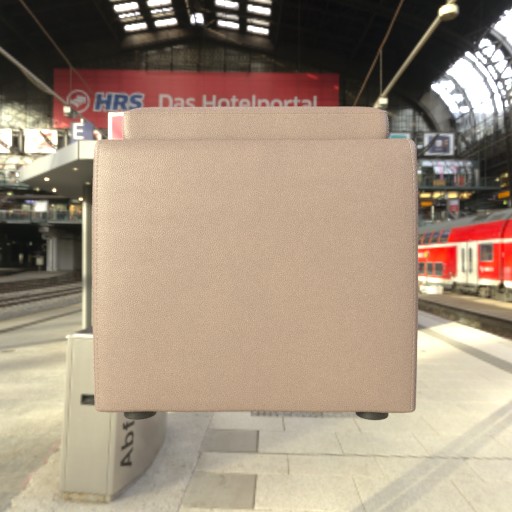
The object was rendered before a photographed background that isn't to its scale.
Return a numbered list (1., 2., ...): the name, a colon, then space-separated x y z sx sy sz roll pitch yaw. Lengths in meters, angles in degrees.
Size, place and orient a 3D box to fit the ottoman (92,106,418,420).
1. ottoman: 0.000 0.000 0.812 0.450 0.460 0.451 0 0 0
